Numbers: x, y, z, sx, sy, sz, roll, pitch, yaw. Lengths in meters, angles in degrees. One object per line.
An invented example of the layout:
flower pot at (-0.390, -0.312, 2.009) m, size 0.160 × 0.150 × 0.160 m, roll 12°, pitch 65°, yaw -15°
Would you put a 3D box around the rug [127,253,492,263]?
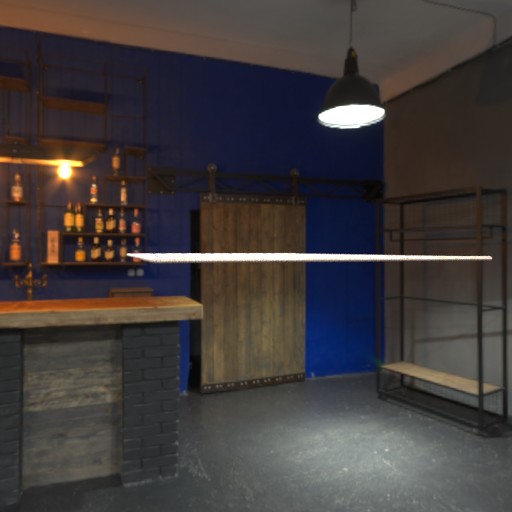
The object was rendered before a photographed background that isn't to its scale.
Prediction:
rug at (0.000, 0.000, 2.294) m, size 1.225 × 0.015 × 1.840 m, roll 0°, pitch 1°, yaw -18°
